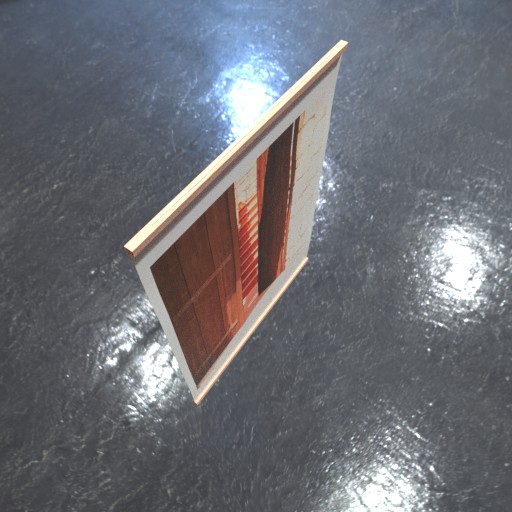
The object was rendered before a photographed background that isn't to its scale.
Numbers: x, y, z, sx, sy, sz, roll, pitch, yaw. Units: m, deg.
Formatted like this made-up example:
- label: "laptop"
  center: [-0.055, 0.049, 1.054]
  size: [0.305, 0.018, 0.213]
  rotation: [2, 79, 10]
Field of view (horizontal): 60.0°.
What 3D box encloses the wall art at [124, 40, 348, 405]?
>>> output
- label: "wall art"
  center: [0.000, 0.000, 1.347]
  size: [0.020, 1.013, 0.758]
  rotation: [31, 62, 18]
